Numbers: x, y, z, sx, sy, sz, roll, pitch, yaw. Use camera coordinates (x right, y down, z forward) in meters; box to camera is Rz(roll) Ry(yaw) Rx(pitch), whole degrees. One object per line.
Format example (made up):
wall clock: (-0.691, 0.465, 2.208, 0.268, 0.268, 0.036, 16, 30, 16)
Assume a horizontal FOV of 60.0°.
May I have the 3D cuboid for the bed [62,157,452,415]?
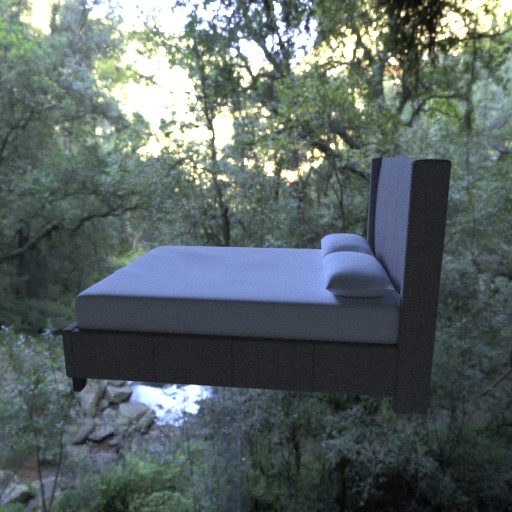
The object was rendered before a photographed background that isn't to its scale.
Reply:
bed: (0.000, 0.000, 3.389, 2.245, 1.476, 1.714, 2, 13, 7)
